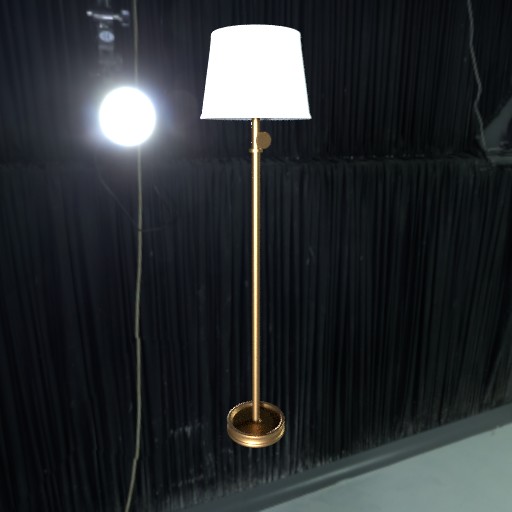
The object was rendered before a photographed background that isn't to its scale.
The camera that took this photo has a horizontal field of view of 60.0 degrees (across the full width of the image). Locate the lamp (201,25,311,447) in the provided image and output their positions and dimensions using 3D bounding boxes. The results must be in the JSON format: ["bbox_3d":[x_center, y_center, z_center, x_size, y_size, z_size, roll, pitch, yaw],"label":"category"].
[{"bbox_3d":[0.000,0.000,0.782,0.178,0.710,0.178,0,16,0],"label":"lamp"}]
